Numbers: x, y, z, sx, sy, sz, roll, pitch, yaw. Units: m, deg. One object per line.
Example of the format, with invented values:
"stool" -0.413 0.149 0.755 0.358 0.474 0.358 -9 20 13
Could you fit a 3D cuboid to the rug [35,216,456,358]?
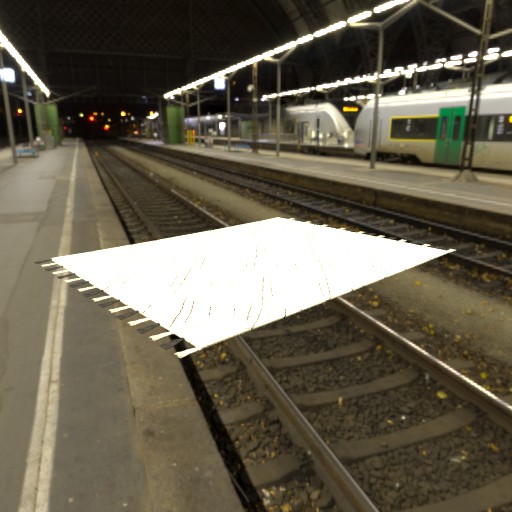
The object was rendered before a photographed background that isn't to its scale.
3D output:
"rug" 0.000 0.000 4.154 3.221 0.026 2.342 -14 21 -40
